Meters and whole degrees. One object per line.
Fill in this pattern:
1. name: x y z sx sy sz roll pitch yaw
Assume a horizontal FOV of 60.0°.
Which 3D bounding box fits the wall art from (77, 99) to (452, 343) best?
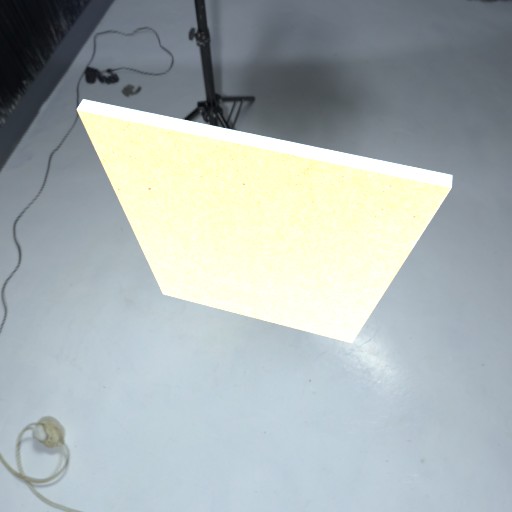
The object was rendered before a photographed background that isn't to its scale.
1. wall art: 0.000 0.000 0.825 0.481 0.613 0.020 14 63 7
